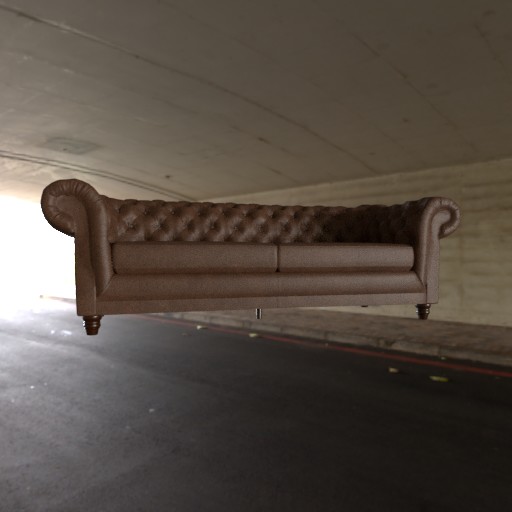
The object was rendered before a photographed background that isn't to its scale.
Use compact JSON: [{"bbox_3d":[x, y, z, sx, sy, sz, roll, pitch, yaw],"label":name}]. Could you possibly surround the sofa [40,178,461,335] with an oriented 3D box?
[{"bbox_3d":[0.000,0.000,2.831,2.385,0.783,0.944,0,0,-16],"label":"sofa"}]
